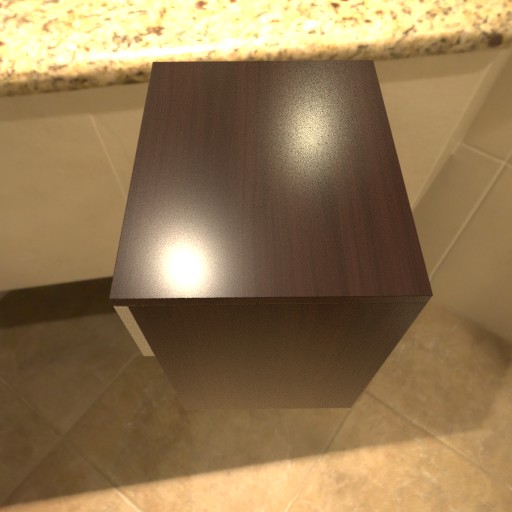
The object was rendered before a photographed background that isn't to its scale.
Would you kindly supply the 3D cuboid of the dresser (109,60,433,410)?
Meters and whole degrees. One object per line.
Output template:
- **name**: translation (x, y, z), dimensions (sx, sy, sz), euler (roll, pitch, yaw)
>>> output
- **dresser**: translation (0.000, 0.000, 0.761), dimensions (0.360, 0.470, 0.400), euler (-1, 58, 0)
